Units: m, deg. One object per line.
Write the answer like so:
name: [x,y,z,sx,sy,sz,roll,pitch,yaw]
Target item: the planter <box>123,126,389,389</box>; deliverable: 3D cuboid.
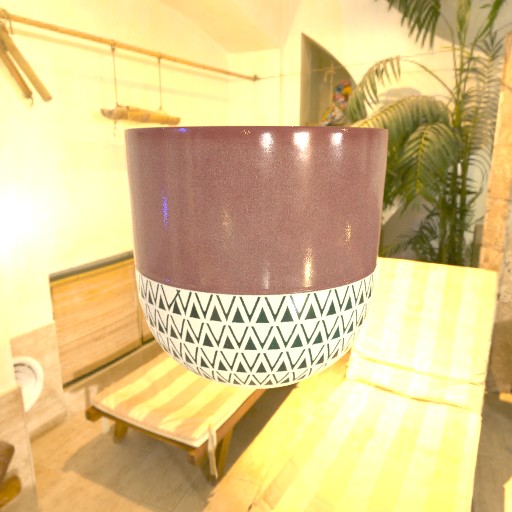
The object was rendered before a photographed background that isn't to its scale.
planter: [0.000,0.000,0.495,0.266,0.270,0.266,0,14,0]
